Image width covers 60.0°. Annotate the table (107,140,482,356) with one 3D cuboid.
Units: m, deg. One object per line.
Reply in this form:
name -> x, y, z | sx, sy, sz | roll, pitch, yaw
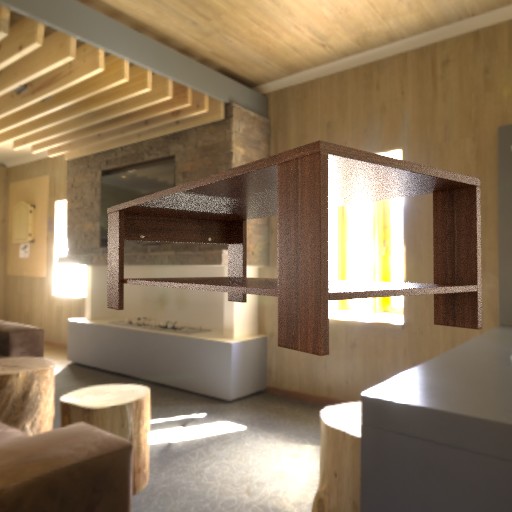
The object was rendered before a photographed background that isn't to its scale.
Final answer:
table -> 0.000, 0.000, 1.480 | 0.600, 0.400, 1.200 | 1, -2, -37
